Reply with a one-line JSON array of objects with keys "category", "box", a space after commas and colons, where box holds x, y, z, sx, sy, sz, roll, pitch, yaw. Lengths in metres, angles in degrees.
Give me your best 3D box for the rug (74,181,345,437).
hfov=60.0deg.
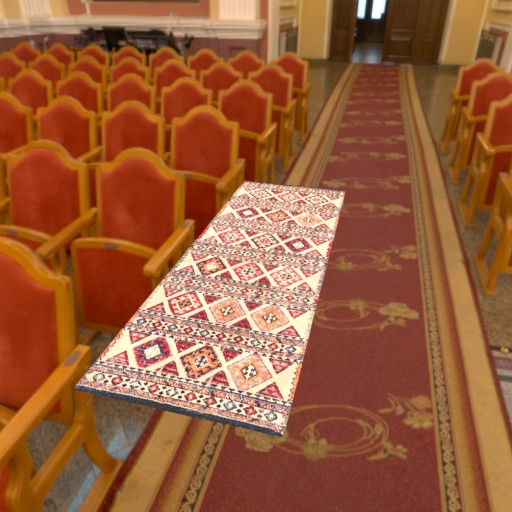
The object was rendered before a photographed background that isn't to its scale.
[{"category": "rug", "box": [0.000, 0.000, 2.602, 0.832, 0.008, 2.362, 8, 31, 13]}]
